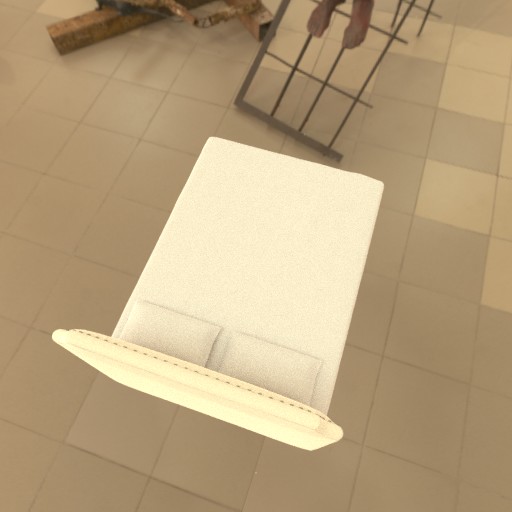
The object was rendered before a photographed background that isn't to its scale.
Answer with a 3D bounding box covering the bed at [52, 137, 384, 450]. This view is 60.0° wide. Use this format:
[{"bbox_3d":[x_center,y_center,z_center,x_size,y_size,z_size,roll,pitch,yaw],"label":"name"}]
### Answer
[{"bbox_3d":[0.000,0.000,3.442,1.712,1.497,2.372,17,65,8],"label":"bed"}]
